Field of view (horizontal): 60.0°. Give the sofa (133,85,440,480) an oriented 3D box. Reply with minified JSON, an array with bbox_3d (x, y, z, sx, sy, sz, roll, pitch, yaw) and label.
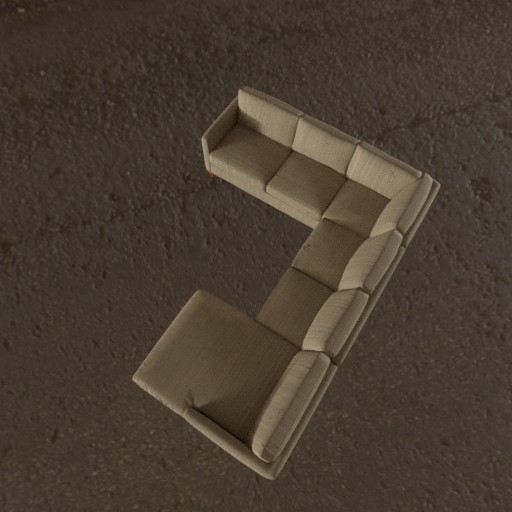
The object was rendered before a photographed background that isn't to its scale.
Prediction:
[{"bbox_3d":[0.000,0.000,4.697,2.594,0.961,3.460,30,69,13],"label":"sofa"}]
